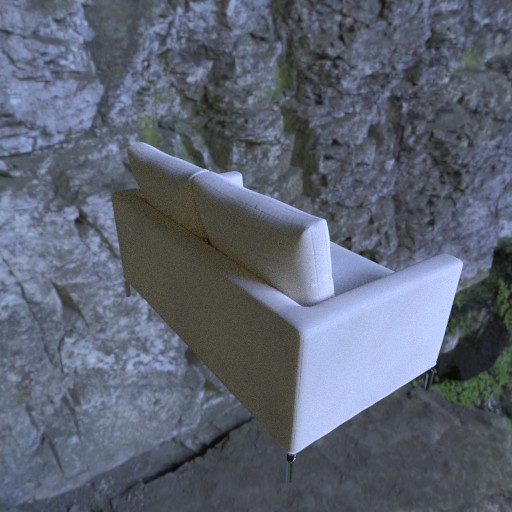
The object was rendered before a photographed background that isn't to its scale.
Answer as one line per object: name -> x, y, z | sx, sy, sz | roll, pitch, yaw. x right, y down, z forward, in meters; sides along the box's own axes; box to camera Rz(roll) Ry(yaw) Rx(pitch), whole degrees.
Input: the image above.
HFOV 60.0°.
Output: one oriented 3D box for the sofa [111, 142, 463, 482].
sofa -> 0.000, 0.000, 2.315 | 0.906, 0.995, 1.739 | -17, 31, -32
